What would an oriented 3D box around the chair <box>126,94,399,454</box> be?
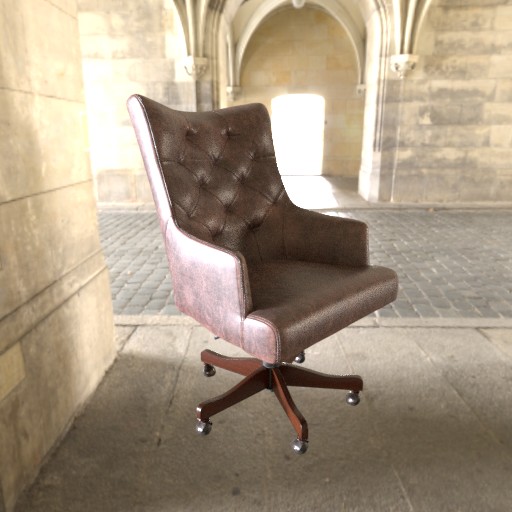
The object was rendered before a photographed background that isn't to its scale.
[{"bbox_3d":[0.000,0.000,1.505,0.762,1.035,0.641,14,21,42],"label":"chair"}]
